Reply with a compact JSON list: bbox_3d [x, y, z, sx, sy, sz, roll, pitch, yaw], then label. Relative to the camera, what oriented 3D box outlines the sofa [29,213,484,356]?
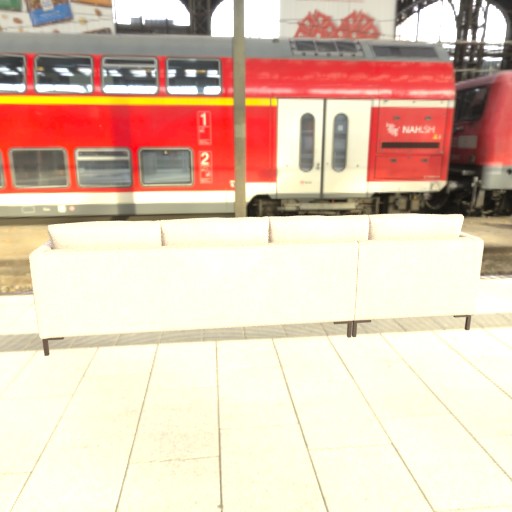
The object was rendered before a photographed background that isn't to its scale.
[{"bbox_3d":[0.000,0.000,3.493,2.923,0.816,1.469,-2,15,-8],"label":"sofa"}]
